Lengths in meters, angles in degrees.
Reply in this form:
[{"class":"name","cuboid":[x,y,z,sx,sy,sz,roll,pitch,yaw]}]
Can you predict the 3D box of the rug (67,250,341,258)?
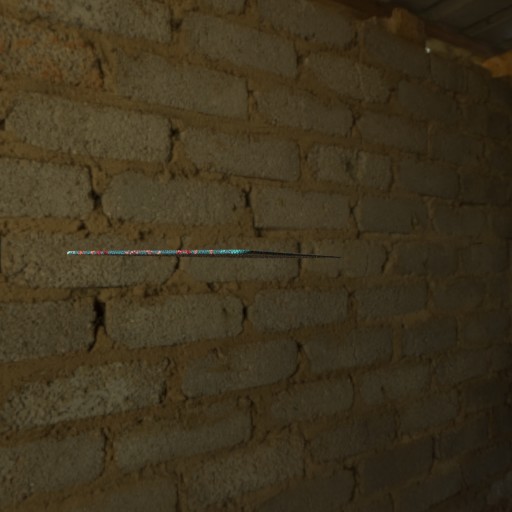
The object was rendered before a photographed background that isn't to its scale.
[{"class":"rug","cuboid":[0.000,0.000,2.539,0.686,0.013,2.286,0,-1,18]}]
